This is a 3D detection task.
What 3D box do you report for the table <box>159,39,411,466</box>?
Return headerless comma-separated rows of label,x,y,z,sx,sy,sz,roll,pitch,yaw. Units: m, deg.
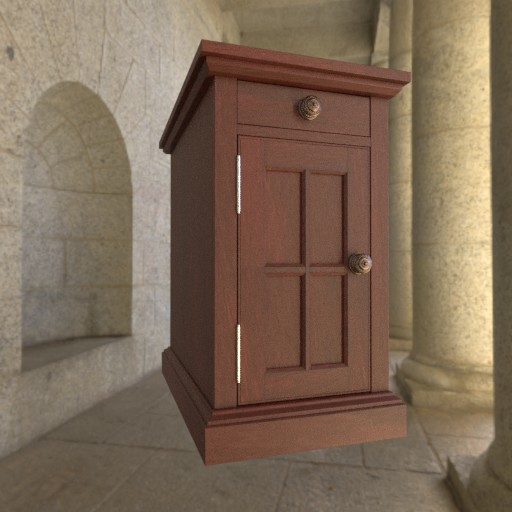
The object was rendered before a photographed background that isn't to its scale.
table,0.000,0.000,0.962,0.356,0.612,0.584,0,-1,-18
